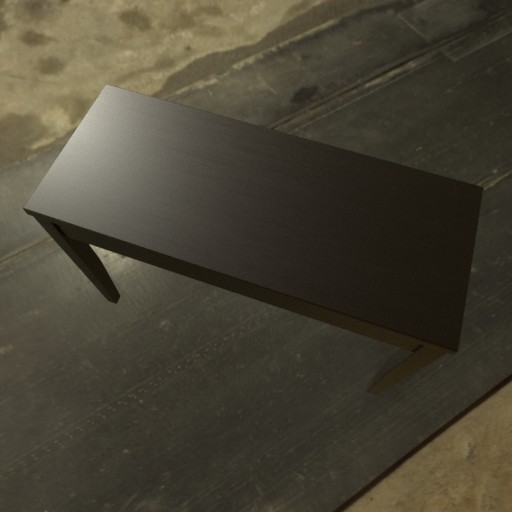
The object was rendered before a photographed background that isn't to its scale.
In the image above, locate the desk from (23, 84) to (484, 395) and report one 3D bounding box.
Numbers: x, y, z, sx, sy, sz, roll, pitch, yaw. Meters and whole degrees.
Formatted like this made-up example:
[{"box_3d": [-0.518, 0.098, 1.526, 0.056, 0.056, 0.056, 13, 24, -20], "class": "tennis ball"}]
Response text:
[{"box_3d": [0.000, 0.000, 1.613, 1.220, 0.775, 0.508, 18, 66, 8], "class": "desk"}]
